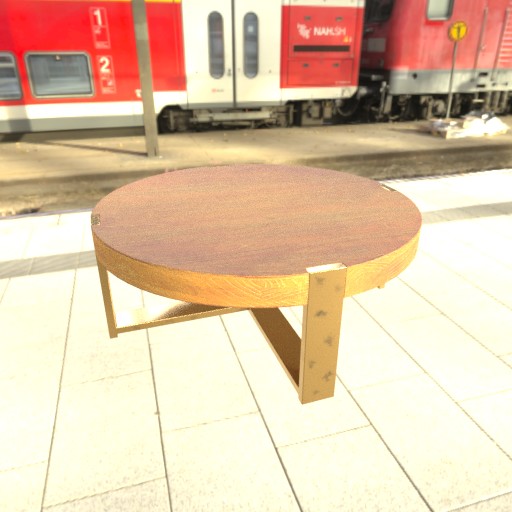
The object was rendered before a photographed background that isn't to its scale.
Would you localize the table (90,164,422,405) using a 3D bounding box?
[{"bbox_3d":[0.000,0.000,1.644,1.100,0.420,1.100,0,25,0],"label":"table"}]
